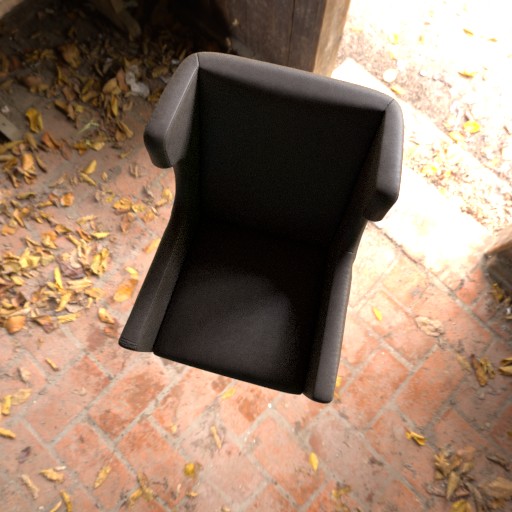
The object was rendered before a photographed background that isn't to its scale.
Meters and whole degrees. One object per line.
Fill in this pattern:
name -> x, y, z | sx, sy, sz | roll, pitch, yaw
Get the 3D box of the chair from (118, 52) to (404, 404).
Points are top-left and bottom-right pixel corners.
chair -> 0.000, 0.000, 1.632 | 0.769, 1.079, 0.899 | 15, 77, 3
